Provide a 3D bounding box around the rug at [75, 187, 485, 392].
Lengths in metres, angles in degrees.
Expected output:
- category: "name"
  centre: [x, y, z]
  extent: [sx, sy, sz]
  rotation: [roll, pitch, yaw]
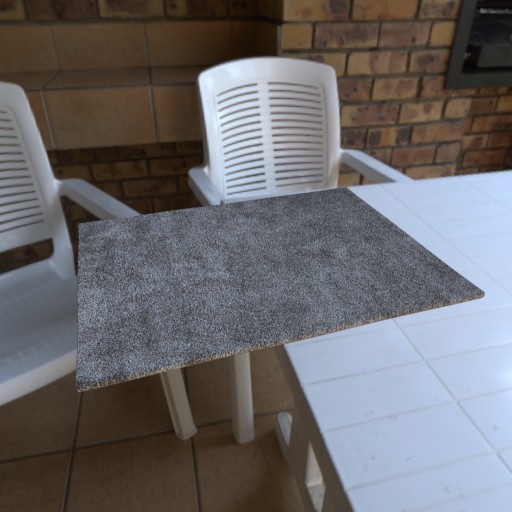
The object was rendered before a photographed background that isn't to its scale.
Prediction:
- category: "rug"
  centre: [0.000, 0.000, 2.101]
  extent: [1.601, 0.025, 1.198]
  rotation: [-10, 33, -16]
